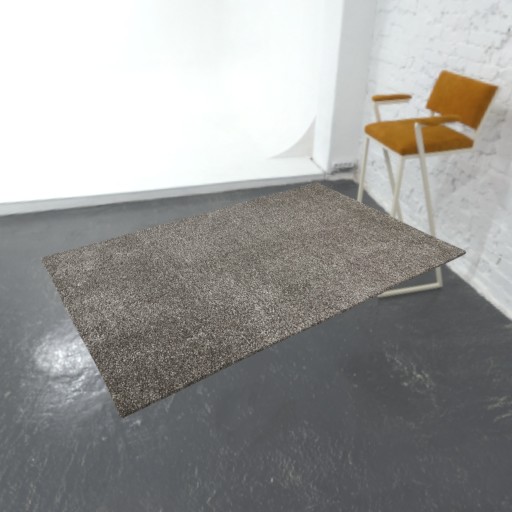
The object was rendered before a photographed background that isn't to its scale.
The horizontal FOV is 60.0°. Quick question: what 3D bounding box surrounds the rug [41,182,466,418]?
[{"bbox_3d":[0.000,0.000,2.898,2.352,0.025,1.501,-19,36,-29],"label":"rug"}]
